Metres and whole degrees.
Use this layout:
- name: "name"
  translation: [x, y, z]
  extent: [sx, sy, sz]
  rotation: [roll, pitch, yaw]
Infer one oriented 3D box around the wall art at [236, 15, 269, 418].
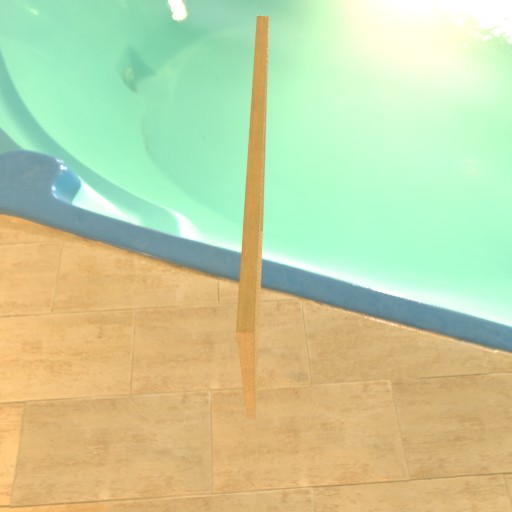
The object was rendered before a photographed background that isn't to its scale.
- name: "wall art"
  translation: [0.000, 0.000, 1.340]
  extent: [0.030, 1.002, 0.798]
  rotation: [2, 63, 1]
